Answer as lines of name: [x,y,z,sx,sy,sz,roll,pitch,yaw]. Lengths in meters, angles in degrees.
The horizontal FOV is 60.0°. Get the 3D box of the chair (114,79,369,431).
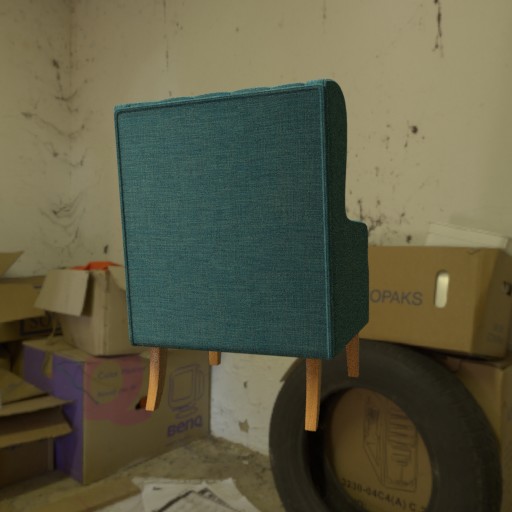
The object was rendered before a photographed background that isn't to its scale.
chair: [0.000,0.000,1.542,0.711,0.952,0.775,0,0,18]
